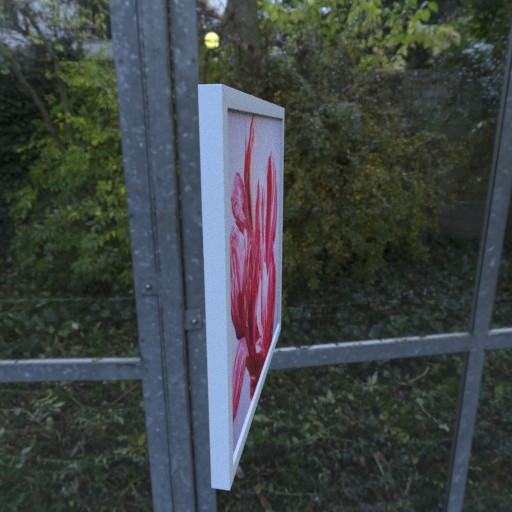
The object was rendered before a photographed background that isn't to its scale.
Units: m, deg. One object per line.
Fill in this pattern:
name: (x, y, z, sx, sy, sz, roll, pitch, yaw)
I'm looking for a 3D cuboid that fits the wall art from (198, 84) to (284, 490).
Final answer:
wall art: (0.000, 0.000, 0.683, 0.023, 0.453, 0.455, 3, 16, 10)
